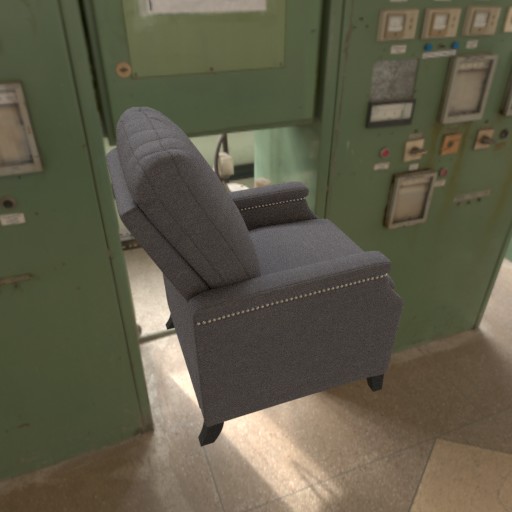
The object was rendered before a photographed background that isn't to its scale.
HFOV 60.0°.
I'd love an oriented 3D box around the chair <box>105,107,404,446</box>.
[{"bbox_3d":[0.000,0.000,1.655,0.922,1.049,0.710,-11,34,-17],"label":"chair"}]
